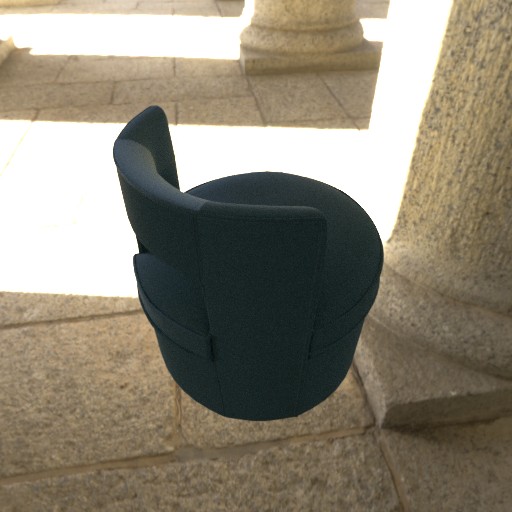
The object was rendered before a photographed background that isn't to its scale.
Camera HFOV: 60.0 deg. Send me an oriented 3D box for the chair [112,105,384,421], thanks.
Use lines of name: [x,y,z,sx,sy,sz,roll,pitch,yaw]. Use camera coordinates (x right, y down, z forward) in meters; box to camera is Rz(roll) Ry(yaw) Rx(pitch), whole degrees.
chair: [0.000,0.000,1.228,0.660,0.711,0.684,-26,47,-28]
